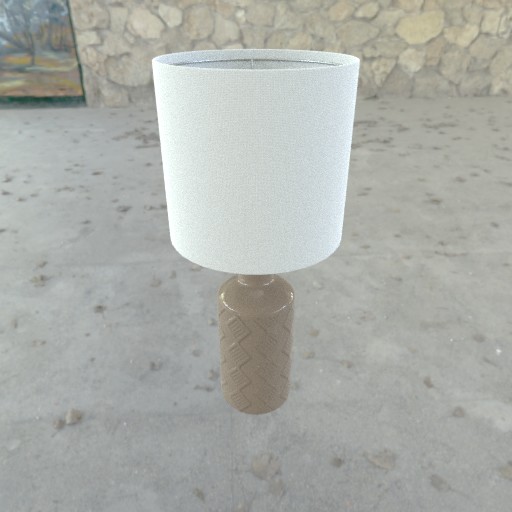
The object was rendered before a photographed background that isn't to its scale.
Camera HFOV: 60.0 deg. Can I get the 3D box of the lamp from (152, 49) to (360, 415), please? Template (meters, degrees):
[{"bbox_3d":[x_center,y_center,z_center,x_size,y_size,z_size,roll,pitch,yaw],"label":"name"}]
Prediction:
[{"bbox_3d":[0.000,0.000,0.561,0.207,0.461,0.207,-1,29,-3],"label":"lamp"}]
